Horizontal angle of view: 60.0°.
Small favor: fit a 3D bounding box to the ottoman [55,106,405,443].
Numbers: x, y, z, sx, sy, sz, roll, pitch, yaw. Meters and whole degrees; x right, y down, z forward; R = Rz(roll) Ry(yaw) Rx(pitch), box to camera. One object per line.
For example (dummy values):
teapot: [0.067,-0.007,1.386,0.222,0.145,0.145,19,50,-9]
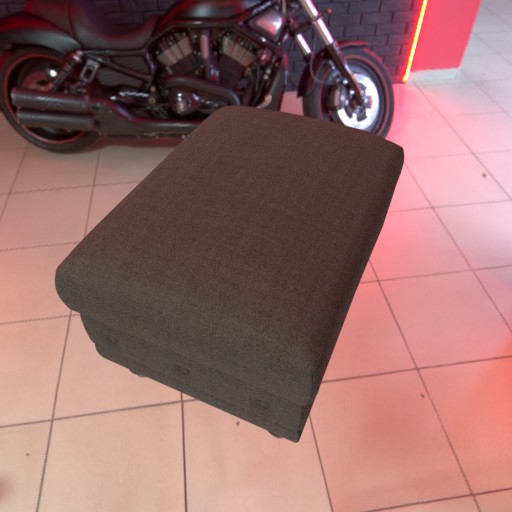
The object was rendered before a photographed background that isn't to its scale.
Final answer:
ottoman: [0.000,0.000,1.223,0.599,0.555,0.809,18,49,16]
